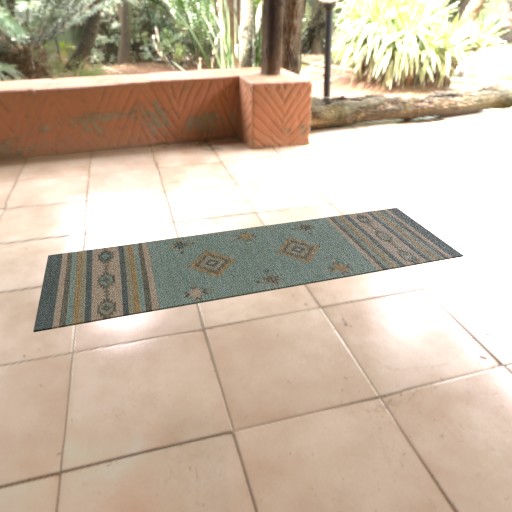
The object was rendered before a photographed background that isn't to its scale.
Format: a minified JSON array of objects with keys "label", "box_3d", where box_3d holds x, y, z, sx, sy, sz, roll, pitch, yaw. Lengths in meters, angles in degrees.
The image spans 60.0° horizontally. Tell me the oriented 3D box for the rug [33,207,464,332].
[{"label":"rug","box_3d":[0.000,0.000,2.723,2.441,0.010,0.744,-9,32,-15]}]
